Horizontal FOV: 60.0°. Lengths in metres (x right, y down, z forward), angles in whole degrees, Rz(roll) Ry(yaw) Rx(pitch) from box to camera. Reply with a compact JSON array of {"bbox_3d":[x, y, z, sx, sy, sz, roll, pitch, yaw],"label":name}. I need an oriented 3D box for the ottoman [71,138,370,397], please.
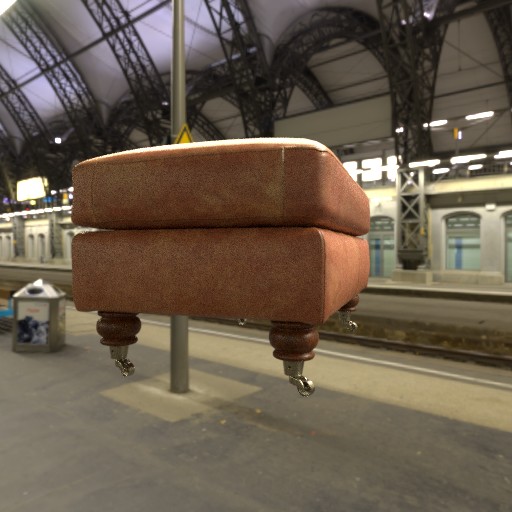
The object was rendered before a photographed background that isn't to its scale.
[{"bbox_3d":[0.000,0.000,1.218,0.565,0.507,0.852,0,1,19],"label":"ottoman"}]
